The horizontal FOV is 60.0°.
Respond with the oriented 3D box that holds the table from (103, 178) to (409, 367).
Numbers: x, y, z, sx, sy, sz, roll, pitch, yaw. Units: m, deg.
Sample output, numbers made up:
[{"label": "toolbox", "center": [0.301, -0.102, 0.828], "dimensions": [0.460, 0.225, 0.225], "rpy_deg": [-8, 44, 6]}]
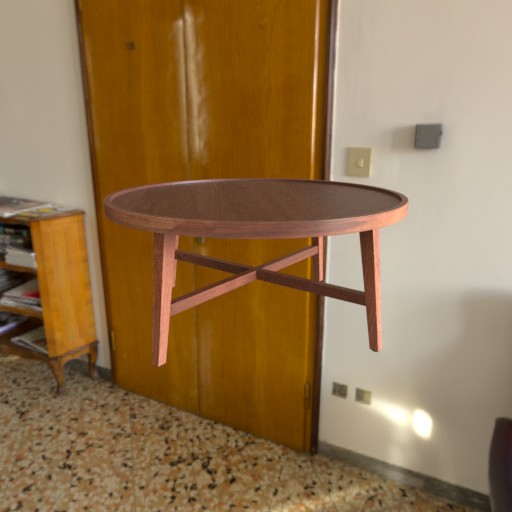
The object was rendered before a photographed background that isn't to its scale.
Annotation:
[{"label": "table", "center": [0.000, 0.000, 1.273], "dimensions": [0.800, 0.360, 0.800], "rpy_deg": [0, 16, 0]}]
